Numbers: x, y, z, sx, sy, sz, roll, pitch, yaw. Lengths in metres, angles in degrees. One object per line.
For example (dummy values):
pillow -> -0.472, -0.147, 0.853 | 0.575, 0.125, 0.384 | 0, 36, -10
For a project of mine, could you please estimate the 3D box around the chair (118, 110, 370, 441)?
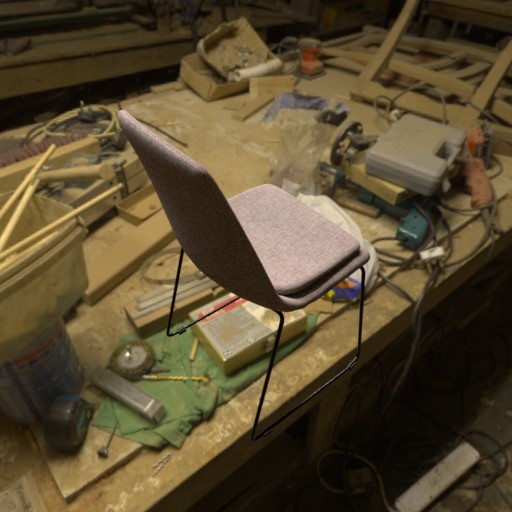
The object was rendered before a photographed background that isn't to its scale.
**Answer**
chair -> 0.000, 0.000, 1.178 | 0.518, 0.858, 0.479 | -27, 48, -28
